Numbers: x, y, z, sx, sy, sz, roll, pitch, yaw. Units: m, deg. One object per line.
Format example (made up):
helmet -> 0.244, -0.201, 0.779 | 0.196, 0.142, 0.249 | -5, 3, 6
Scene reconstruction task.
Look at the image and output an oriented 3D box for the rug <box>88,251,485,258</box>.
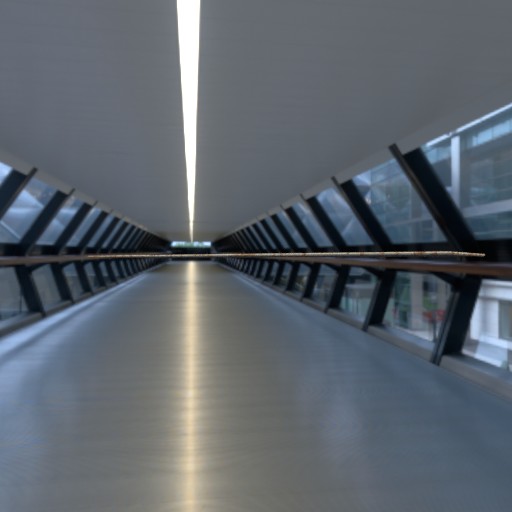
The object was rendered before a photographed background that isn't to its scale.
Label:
rug -> 0.000, 0.000, 2.747 | 2.435, 0.011, 0.750 | 0, -1, 36
